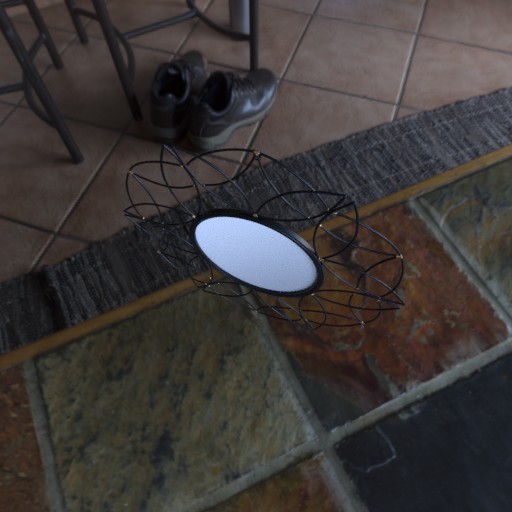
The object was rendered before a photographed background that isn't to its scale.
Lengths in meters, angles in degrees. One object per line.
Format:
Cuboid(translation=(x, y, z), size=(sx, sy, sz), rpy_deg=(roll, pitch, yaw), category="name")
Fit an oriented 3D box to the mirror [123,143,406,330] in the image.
Cuboid(translation=(0.000, 0.000, 1.181), size=(0.797, 0.775, 0.028), rpy_deg=(18, 61, 10), category="mirror")
